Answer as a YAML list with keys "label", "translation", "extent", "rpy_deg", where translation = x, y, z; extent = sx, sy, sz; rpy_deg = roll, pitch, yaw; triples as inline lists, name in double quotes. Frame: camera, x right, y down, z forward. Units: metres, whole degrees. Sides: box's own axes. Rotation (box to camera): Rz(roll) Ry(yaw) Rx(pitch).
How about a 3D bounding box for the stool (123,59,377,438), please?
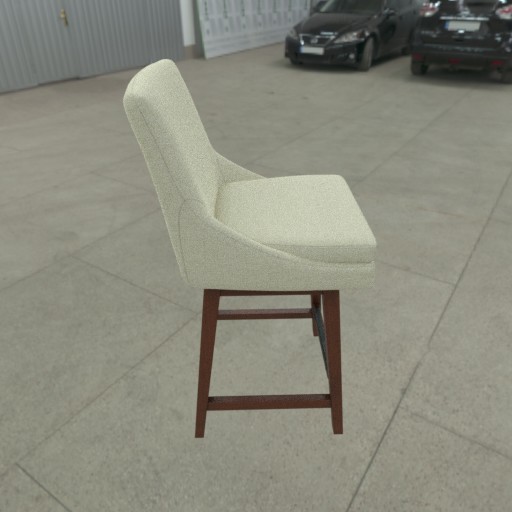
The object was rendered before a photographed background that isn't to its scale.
- label: "stool"
  translation: [0.000, 0.000, 1.268]
  extent: [0.559, 0.991, 0.469]
  rpy_deg: [-1, 32, -1]
